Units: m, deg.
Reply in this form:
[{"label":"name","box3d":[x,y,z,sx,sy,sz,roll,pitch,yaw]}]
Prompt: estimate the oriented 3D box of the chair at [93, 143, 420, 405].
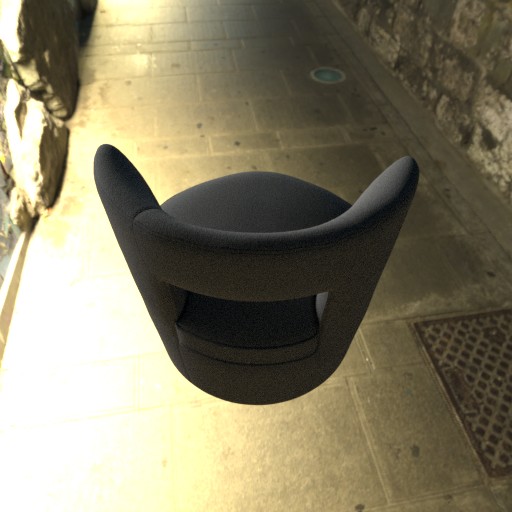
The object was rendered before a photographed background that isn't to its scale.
[{"label":"chair","box3d":[0.000,0.000,1.218,0.689,0.719,0.660,3,46,3]}]
